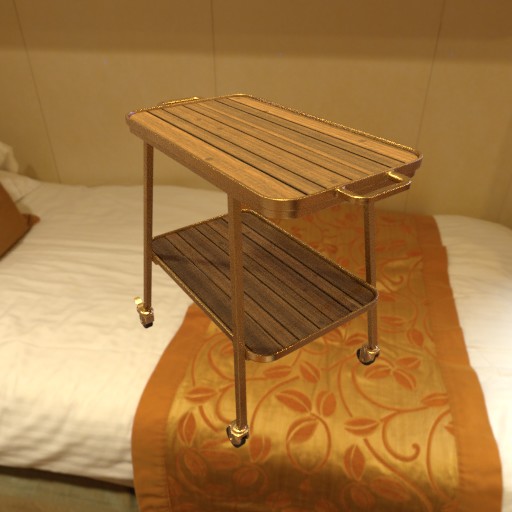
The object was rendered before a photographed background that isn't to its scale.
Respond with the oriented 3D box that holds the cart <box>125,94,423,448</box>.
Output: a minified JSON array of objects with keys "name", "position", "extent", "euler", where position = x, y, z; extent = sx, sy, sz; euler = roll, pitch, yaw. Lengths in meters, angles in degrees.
[{"name":"cart","position":[0.000,0.000,1.234],"extent":[0.524,0.700,0.806],"euler":[-21,38,-29]}]
